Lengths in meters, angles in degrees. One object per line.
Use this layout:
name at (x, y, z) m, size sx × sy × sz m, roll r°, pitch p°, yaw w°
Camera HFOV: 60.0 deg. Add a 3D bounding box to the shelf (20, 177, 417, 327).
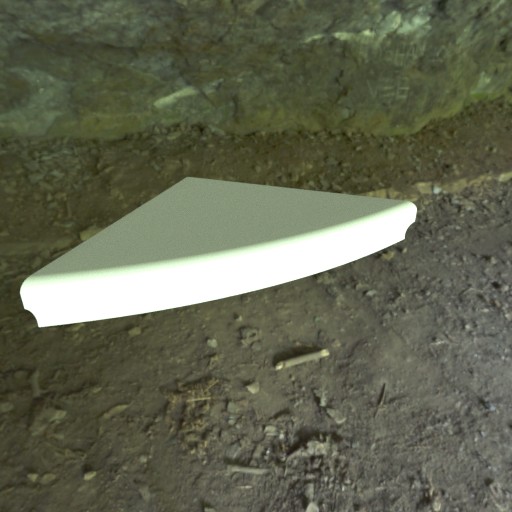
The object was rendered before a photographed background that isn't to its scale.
shelf at (0.000, 0.000, 0.462) m, size 0.310 × 0.050 × 0.310 m, roll 9°, pitch 29°, yaw 17°
